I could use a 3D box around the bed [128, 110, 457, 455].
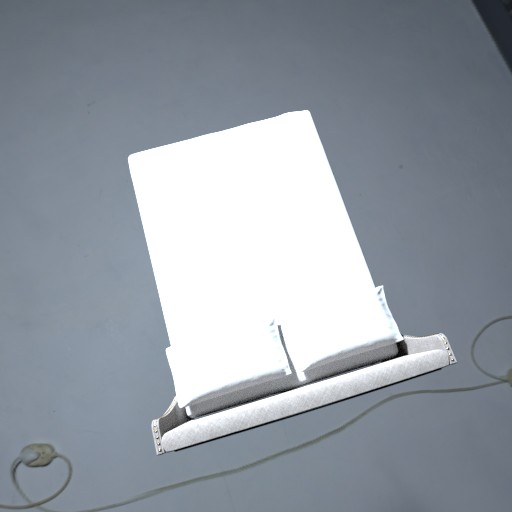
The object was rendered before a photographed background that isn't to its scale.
[{"bbox_3d":[0.000,0.000,3.283,1.710,1.407,2.237,-16,74,-4],"label":"bed"}]
